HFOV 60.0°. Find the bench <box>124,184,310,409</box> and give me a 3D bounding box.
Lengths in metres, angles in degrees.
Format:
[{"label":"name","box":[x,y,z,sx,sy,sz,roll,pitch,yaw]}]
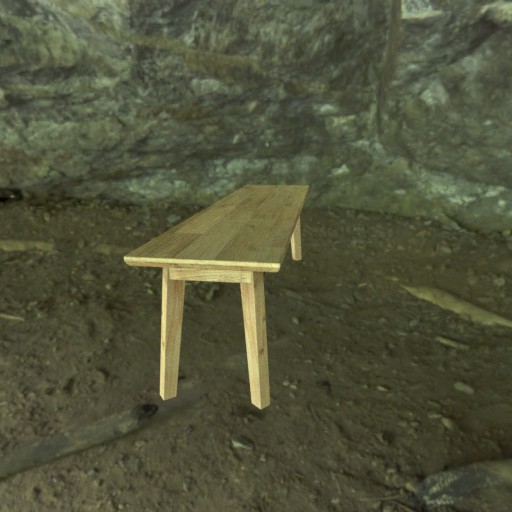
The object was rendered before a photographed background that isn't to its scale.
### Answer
[{"label":"bench","box":[0.000,0.000,1.900,0.378,0.431,1.698,2,15,9]}]
